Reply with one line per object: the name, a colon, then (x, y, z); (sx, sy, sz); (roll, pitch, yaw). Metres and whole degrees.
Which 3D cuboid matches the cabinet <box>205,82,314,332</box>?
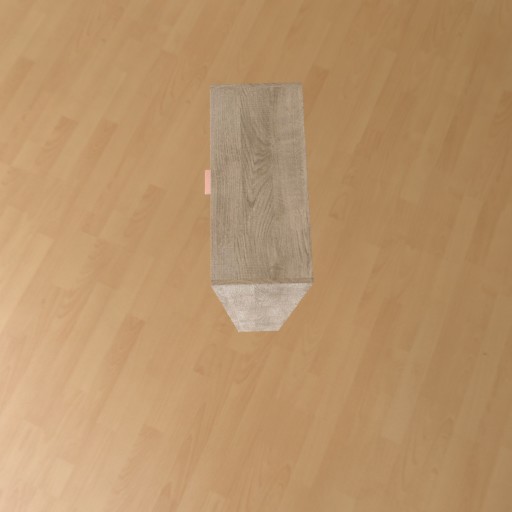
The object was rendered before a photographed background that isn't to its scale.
cabinet: (0.000, 0.000, 1.865); (0.250, 1.630, 0.520); (-2, 77, 0)
